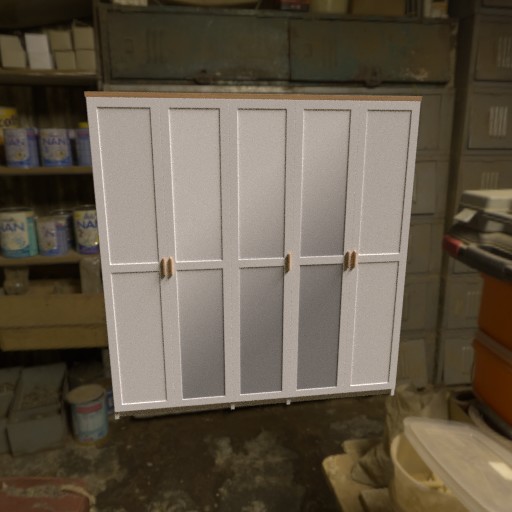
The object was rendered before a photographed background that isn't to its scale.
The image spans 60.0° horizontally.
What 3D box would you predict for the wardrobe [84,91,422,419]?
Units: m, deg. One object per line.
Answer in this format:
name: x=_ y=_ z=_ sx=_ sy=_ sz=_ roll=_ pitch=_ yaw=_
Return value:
wardrobe: x=0.000 y=0.000 z=3.356 sx=2.160 sy=2.260 sz=0.590 roll=-2 pitch=15 yaw=-8
